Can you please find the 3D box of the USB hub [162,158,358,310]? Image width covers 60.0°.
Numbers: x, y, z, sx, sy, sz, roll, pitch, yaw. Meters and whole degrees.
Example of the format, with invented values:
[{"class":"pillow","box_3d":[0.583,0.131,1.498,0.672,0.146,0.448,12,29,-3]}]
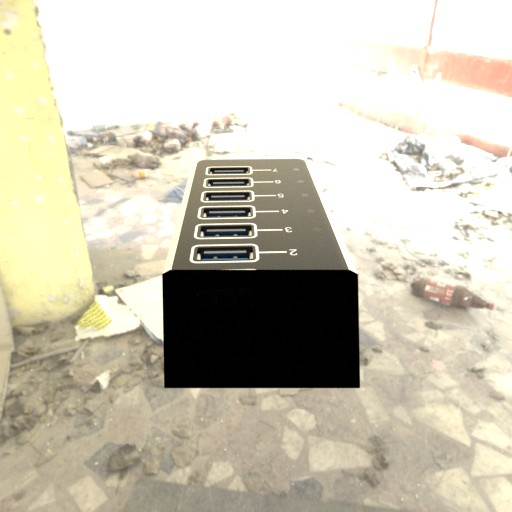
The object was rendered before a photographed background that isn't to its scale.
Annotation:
[{"class":"USB hub","box_3d":[0.000,0.000,0.128,0.044,0.023,0.110,-1,30,-2]}]
